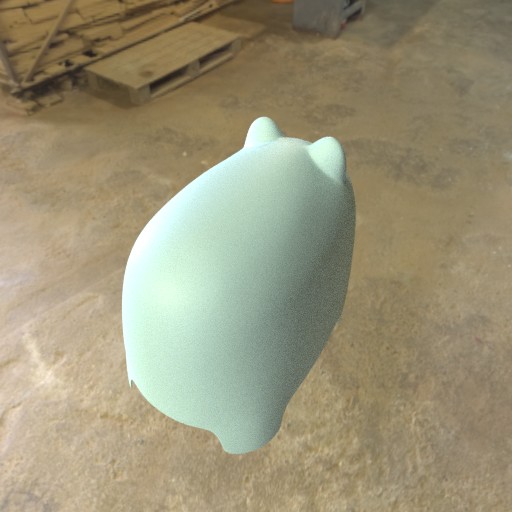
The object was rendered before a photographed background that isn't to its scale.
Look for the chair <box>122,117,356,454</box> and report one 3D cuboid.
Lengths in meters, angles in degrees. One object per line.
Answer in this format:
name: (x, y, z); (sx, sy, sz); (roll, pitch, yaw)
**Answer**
chair: (0.000, 0.000, 0.874); (0.364, 0.423, 0.619); (24, 50, 22)
